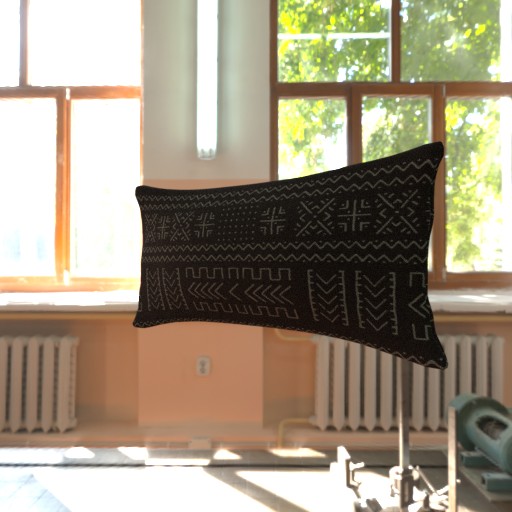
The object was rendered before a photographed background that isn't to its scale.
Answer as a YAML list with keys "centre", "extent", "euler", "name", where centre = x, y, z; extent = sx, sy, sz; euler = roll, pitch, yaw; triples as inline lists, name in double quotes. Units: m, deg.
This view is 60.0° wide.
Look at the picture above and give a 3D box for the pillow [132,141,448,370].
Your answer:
- centre: [0.000, 0.000, 0.816]
  extent: [0.667, 0.322, 0.135]
  euler: [0, -1, 35]
  name: "pillow"
